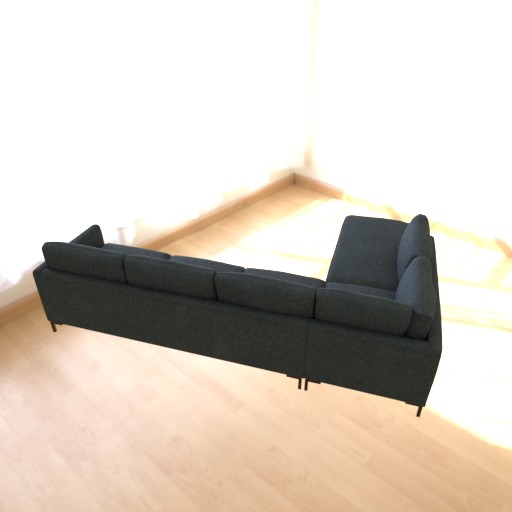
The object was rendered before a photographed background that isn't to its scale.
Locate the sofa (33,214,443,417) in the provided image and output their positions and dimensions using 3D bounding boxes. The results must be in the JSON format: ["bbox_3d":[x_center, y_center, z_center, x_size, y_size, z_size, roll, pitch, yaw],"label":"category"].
[{"bbox_3d":[0.000,0.000,3.853,2.949,0.815,2.007,9,34,14],"label":"sofa"}]
